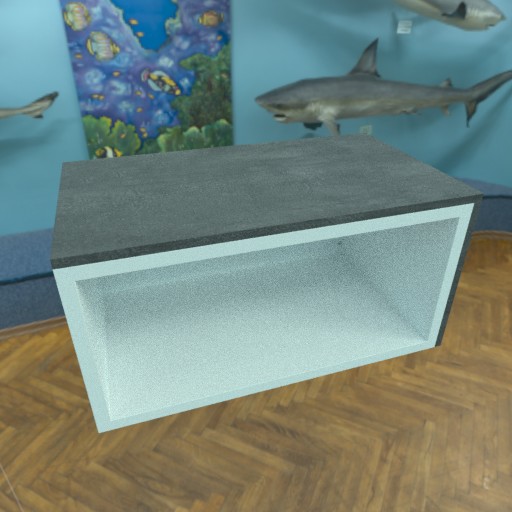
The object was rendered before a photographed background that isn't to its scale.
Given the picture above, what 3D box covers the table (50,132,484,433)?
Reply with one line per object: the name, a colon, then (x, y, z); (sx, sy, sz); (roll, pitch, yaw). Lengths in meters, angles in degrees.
table: (0.000, 0.000, 0.926); (0.700, 0.350, 0.400); (-10, 32, -16)
